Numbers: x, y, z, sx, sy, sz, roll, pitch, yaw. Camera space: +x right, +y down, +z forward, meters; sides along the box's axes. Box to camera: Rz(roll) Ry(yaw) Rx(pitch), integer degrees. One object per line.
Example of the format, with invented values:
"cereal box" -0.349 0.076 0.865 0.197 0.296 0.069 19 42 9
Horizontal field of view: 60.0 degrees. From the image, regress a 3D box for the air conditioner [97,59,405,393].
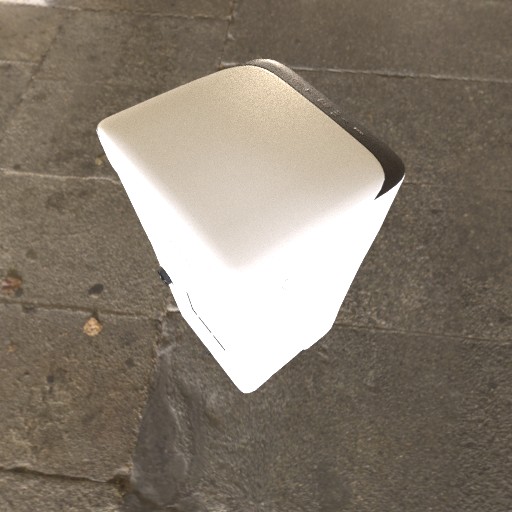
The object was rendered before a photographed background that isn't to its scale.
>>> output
"air conditioner" 0.000 0.000 0.943 0.369 0.716 0.352 -35 66 -18
